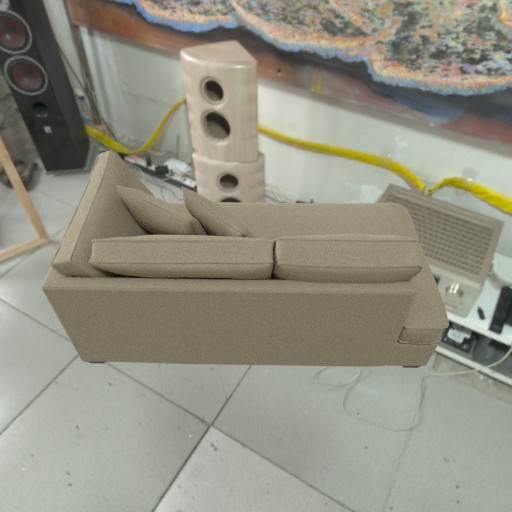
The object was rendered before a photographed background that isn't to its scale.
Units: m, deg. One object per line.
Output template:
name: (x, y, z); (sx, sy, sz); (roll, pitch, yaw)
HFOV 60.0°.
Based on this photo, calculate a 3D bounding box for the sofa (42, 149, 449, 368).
sofa: (0.000, 0.000, 2.884); (2.237, 1.033, 1.110); (1, 47, 1)
